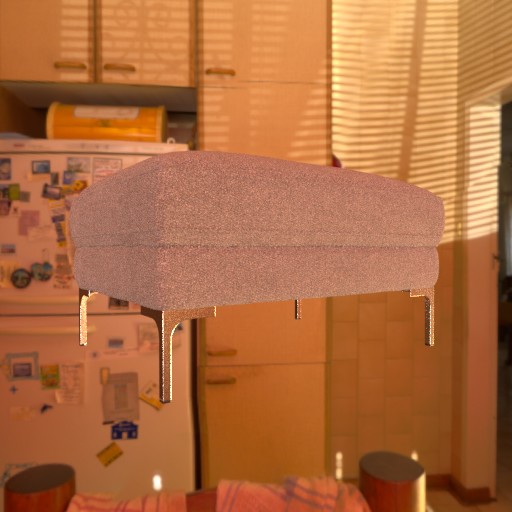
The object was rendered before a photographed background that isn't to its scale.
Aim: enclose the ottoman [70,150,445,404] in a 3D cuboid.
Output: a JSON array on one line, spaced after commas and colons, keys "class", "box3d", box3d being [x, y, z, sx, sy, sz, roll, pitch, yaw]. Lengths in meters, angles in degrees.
[{"class": "ottoman", "box3d": [0.000, 0.000, 1.147, 0.785, 0.464, 0.583, -1, 1, -35]}]
